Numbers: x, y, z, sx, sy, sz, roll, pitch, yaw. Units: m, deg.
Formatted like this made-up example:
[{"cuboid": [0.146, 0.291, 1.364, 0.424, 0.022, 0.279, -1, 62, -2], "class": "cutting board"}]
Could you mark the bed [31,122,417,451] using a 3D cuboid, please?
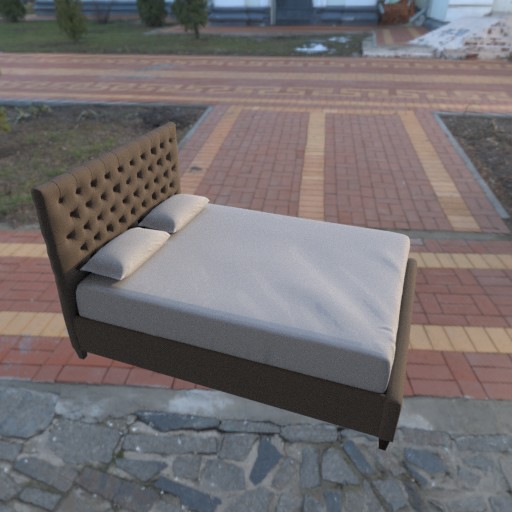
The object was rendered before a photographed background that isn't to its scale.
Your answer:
[{"cuboid": [0.000, 0.000, 3.386, 2.387, 1.427, 1.698, 11, 33, 17], "class": "bed"}]
